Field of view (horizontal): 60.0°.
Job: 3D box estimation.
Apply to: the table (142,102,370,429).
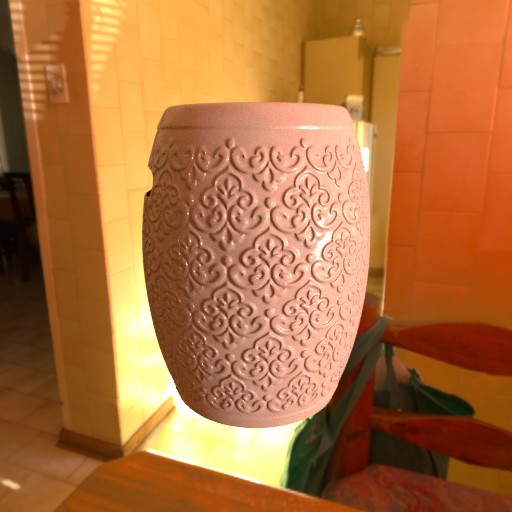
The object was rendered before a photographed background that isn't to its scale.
[{"bbox_3d":[0.000,0.000,0.624,0.309,0.397,0.309,0,15,0],"label":"table"}]
